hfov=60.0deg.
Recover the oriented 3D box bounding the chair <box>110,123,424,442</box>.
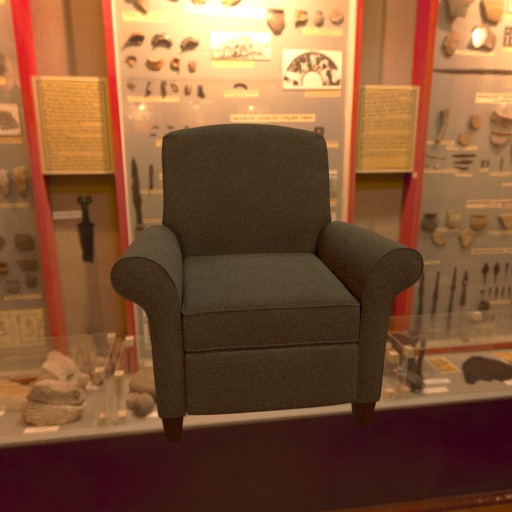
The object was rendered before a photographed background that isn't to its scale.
[{"bbox_3d":[0.000,0.000,1.792,0.978,1.061,0.905,-2,14,-7],"label":"chair"}]
